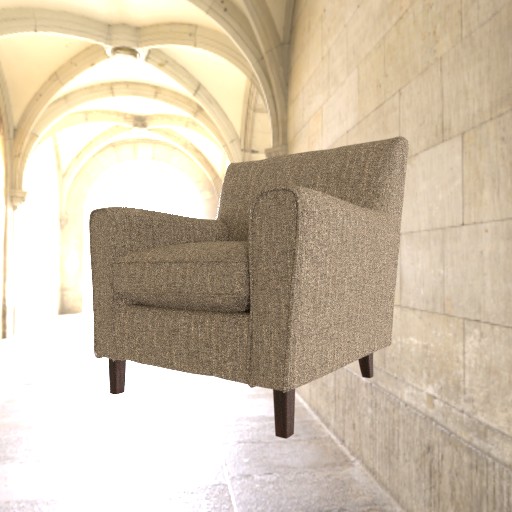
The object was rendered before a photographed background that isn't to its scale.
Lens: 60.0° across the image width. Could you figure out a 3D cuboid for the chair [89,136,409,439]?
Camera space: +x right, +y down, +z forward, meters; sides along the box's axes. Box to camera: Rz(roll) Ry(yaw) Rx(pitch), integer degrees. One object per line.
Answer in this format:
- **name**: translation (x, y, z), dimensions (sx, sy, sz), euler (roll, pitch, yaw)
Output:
- **chair**: translation (0.000, 0.000, 1.604), dimensions (0.864, 0.928, 0.873), euler (-1, -1, 34)
